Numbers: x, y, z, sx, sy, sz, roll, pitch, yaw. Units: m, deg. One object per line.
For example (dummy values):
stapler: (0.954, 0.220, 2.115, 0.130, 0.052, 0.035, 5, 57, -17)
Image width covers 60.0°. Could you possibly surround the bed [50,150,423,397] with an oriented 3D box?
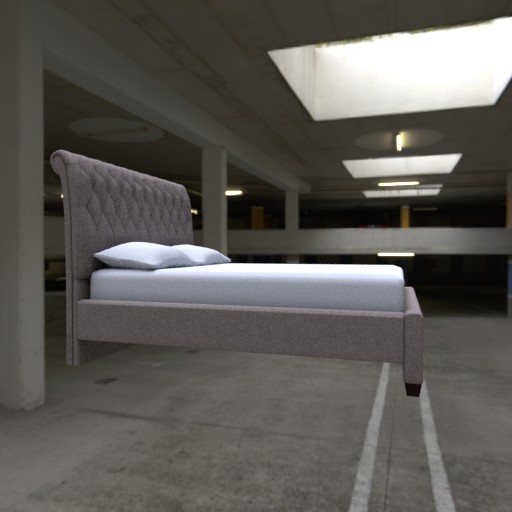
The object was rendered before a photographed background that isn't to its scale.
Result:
bed: (0.000, 0.000, 3.281, 2.252, 1.371, 1.645, 0, 1, 18)
